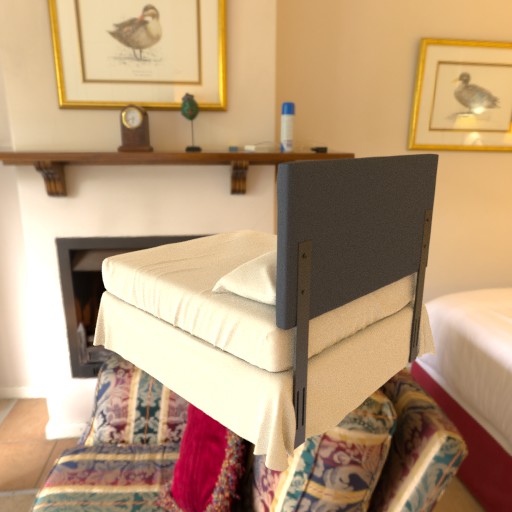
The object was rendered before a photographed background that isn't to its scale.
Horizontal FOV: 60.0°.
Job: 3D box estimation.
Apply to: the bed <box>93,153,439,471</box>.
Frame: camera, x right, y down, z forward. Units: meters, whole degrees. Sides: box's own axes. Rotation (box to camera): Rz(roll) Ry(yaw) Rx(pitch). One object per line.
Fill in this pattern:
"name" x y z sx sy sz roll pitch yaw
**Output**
"bed" 0.000 0.000 3.471 2.222 1.577 1.936 15 21 43
